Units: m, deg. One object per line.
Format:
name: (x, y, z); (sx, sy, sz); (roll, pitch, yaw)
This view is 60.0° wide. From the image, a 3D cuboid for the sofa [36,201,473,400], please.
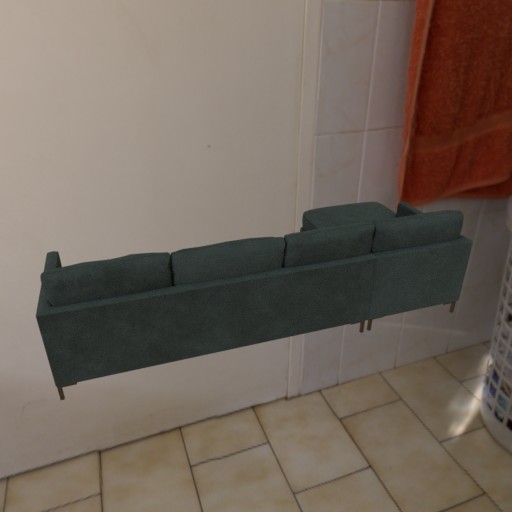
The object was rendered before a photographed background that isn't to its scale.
sofa: (0.000, 0.000, 3.956); (3.400, 0.967, 1.500); (-9, 29, -16)
